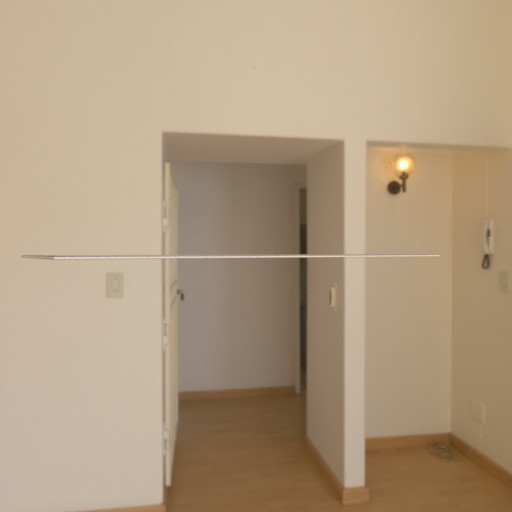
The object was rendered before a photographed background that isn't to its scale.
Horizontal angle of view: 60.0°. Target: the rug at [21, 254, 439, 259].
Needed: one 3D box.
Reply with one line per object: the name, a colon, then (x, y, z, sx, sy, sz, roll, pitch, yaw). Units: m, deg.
rug: (0.000, 0.000, 2.637, 2.388, 0.012, 0.864, 0, 0, -35)
